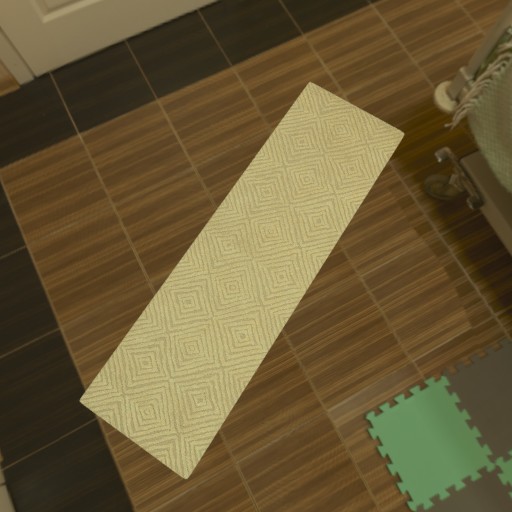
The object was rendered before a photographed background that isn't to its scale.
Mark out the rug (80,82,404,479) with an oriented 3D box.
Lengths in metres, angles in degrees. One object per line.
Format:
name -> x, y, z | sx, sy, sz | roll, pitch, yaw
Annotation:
rug -> 0.000, 0.000, 2.473 | 0.676, 0.008, 2.277 | 32, 77, 9
